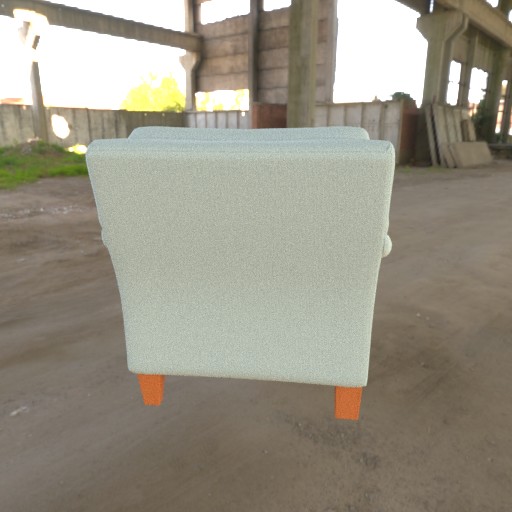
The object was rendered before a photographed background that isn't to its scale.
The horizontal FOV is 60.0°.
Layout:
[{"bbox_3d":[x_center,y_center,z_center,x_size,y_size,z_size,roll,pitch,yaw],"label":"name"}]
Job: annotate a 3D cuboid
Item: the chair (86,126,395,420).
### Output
[{"bbox_3d":[0.000,0.000,1.852,0.955,1.038,1.070,2,16,6],"label":"chair"}]
